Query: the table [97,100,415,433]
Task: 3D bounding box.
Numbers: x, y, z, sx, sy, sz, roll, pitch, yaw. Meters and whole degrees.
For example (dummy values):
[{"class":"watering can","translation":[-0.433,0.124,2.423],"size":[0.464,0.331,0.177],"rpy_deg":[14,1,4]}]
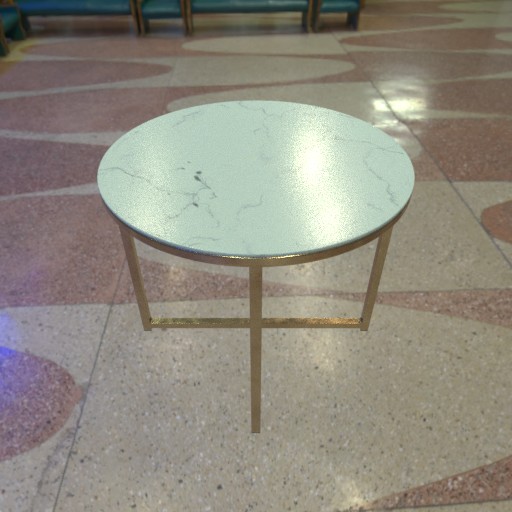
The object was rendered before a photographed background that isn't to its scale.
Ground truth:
[{"class":"table","translation":[0.000,0.000,0.857],"size":[0.500,0.420,0.500],"rpy_deg":[0,40,0]}]
